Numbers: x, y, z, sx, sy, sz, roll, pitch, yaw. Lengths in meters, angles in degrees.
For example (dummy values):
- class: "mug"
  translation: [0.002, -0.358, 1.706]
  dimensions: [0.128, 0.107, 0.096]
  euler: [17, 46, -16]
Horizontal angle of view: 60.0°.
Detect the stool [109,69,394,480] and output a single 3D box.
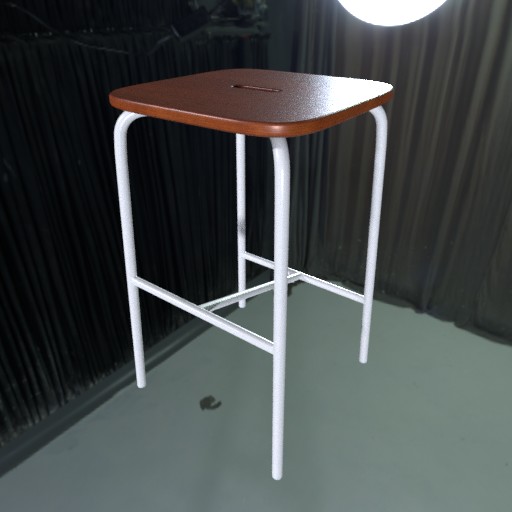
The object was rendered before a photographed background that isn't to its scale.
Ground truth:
- class: "stool"
  translation: [0.000, 0.000, 0.849]
  dimensions: [0.376, 0.610, 0.376]
  euler: [20, 36, 31]
